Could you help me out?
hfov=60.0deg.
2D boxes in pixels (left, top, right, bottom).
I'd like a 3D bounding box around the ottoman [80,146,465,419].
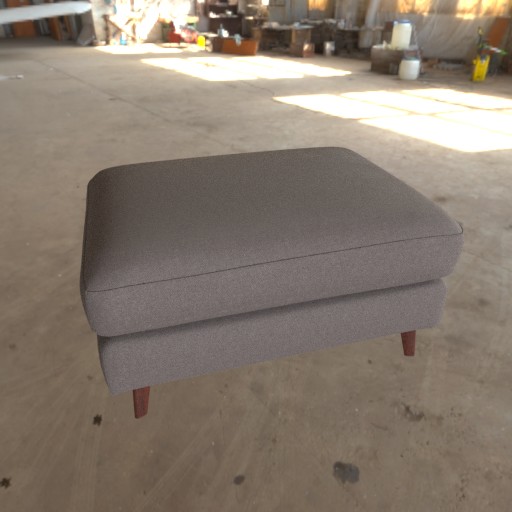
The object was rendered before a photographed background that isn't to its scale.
[{"bbox_3d":[0.000,0.000,1.160,0.811,0.449,0.608,-9,32,-14],"label":"ottoman"}]
